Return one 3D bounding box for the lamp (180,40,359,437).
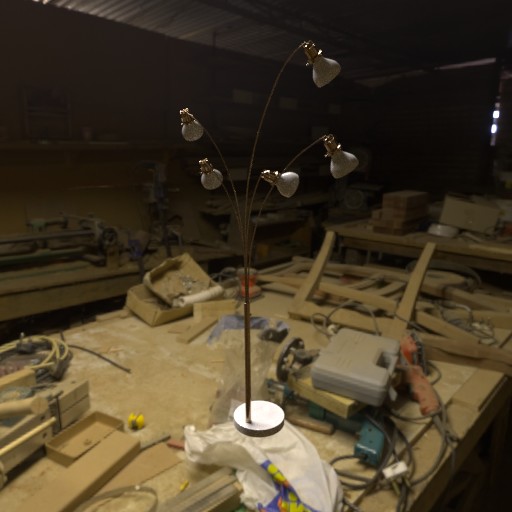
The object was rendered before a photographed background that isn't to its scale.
[{"bbox_3d":[0.000,0.000,2.900,1.405,2.423,0.361,13,18,43],"label":"lamp"}]
